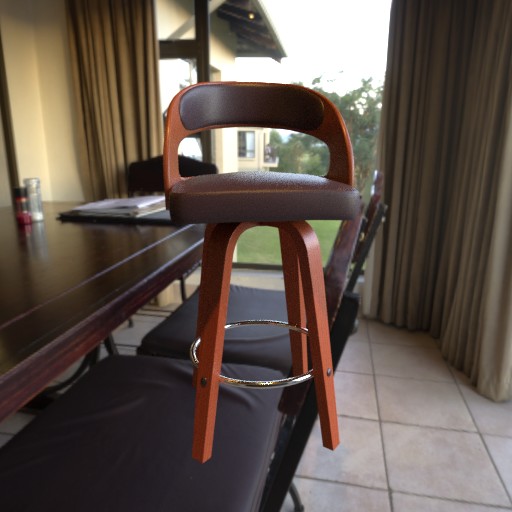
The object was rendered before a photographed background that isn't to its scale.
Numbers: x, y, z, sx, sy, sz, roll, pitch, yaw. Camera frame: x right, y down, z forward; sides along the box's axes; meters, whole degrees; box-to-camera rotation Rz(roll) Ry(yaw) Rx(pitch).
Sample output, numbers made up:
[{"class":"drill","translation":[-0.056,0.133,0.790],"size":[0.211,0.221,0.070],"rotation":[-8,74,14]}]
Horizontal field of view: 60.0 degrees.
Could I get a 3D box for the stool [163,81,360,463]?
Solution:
[{"class":"stool","translation":[0.000,0.000,1.202],"size":[0.457,0.940,0.457],"rotation":[-2,15,-8]}]
